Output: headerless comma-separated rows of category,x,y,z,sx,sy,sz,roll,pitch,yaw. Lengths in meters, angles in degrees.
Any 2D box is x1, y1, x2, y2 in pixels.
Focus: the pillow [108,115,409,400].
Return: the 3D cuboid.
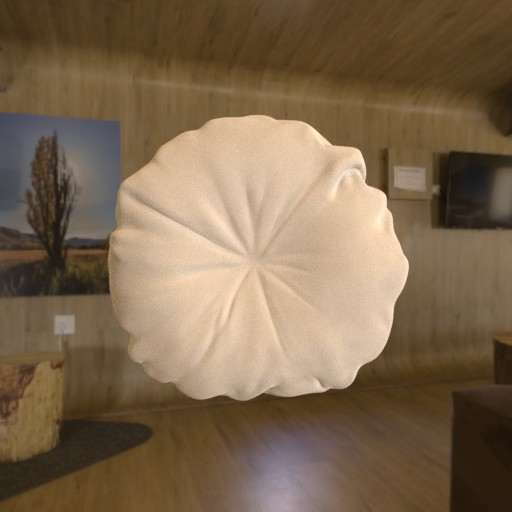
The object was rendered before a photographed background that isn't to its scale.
pillow,0.000,0.000,0.651,0.428,0.407,0.148,0,0,-1
